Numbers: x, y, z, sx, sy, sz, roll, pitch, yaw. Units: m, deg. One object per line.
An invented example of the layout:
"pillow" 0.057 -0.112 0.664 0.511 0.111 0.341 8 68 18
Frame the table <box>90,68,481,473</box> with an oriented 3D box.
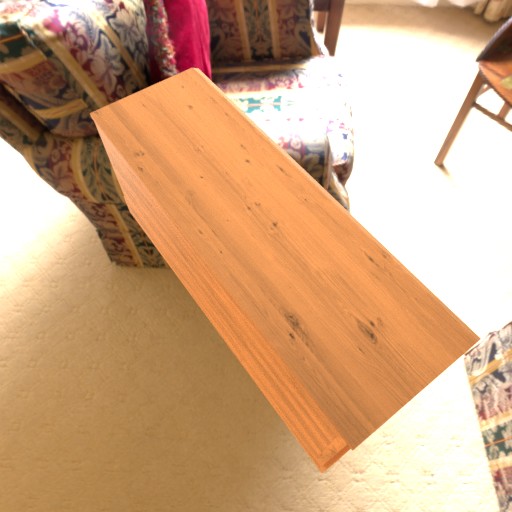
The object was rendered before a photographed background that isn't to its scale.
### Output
"table" 0.000 0.000 1.409 0.400 0.510 1.200 -32 64 -18
